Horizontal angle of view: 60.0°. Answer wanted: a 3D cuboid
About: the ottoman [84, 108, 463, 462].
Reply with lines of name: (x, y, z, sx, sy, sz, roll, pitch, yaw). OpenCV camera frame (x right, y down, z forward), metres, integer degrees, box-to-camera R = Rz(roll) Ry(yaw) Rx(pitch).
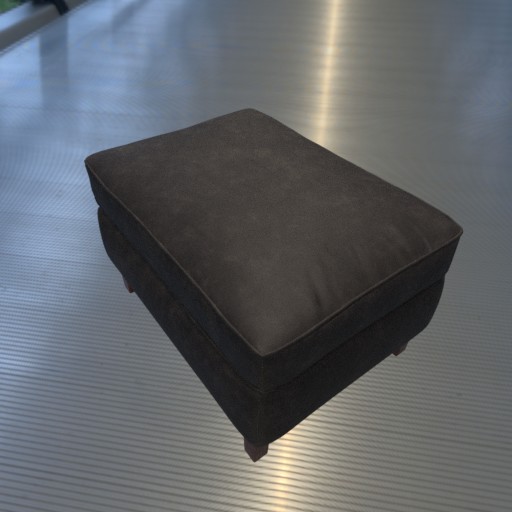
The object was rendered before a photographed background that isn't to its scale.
ottoman: (0.000, 0.000, 0.976, 0.501, 0.413, 0.665, -26, 48, -26)
